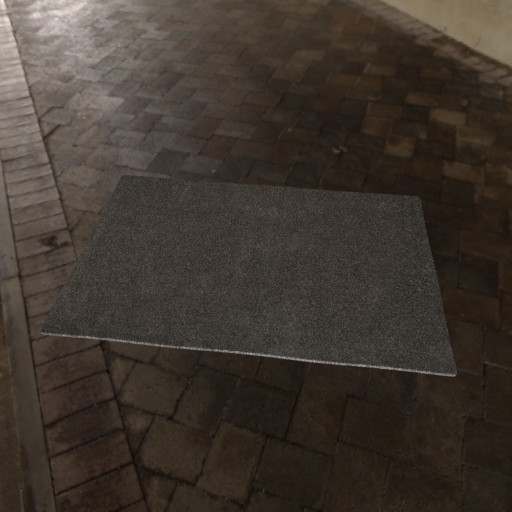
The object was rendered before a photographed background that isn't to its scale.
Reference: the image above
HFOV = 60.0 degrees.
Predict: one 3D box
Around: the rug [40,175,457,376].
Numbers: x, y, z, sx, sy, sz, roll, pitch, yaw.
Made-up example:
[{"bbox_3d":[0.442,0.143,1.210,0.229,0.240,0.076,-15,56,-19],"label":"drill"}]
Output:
[{"bbox_3d":[0.000,0.000,2.978,2.350,0.025,1.502,5,47,4],"label":"rug"}]
